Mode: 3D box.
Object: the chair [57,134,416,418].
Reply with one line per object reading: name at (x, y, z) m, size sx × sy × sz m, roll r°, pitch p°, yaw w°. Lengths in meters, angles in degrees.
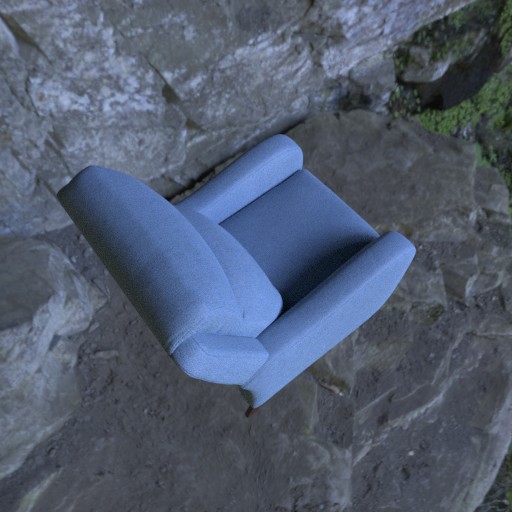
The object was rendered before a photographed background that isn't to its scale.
chair at (0.000, 0.000, 1.695) m, size 0.988 × 1.067 × 0.785 m, roll -34°, pitch 65°, yaw -19°
